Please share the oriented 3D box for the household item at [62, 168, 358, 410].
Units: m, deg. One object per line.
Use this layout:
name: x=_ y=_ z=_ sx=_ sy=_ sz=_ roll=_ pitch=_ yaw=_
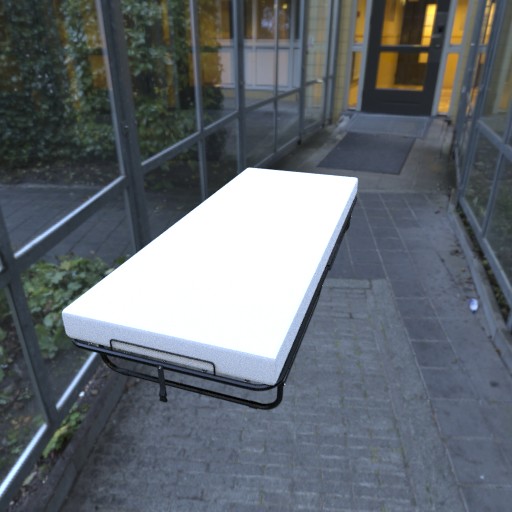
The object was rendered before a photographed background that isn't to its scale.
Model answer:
household item: x=0.000 y=0.000 z=2.220 sx=0.787 sy=0.356 sz=1.905 roll=9 pitch=28 yaw=17
